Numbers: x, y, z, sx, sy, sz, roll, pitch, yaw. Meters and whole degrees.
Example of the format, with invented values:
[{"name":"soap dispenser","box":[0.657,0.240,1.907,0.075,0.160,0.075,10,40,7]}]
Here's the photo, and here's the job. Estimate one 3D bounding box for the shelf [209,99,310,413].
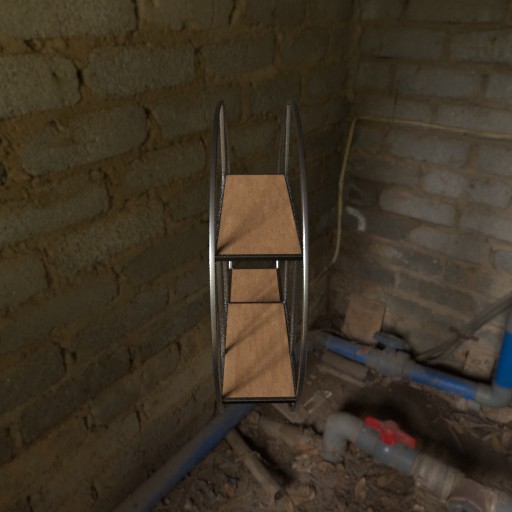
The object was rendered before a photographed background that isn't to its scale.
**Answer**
[{"name":"shelf","box":[0.000,0.000,1.332,0.202,0.888,0.888,0,29,-1]}]
